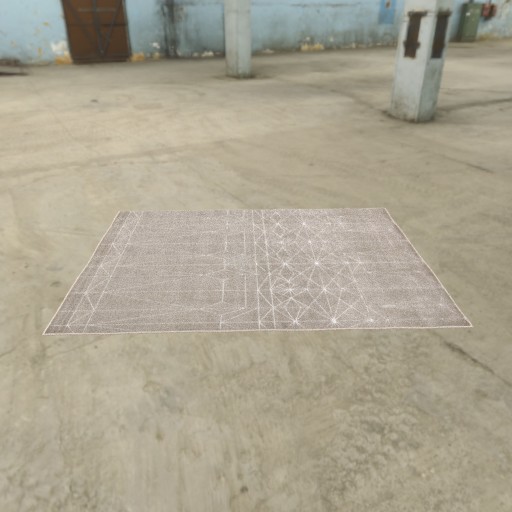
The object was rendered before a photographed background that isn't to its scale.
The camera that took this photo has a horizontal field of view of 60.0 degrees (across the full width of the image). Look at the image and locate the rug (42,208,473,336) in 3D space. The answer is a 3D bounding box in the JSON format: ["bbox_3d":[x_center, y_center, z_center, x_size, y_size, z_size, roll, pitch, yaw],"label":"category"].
[{"bbox_3d":[0.000,0.000,4.506,3.357,0.019,2.449,-1,29,-1],"label":"rug"}]
